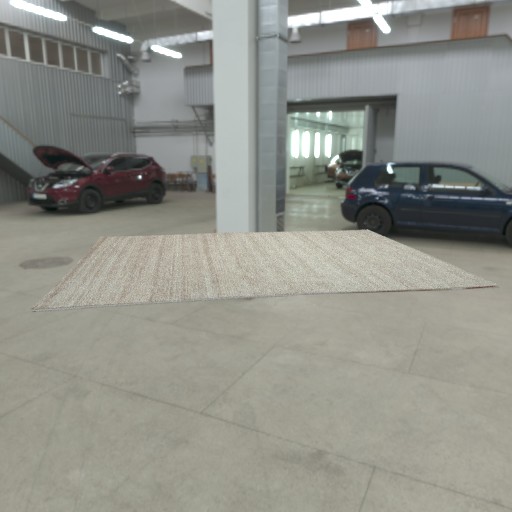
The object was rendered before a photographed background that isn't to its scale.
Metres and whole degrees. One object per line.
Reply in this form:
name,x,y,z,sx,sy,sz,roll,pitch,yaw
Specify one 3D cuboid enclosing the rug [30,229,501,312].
rug,0.000,0.000,4.105,3.202,0.045,2.434,-2,13,-8
